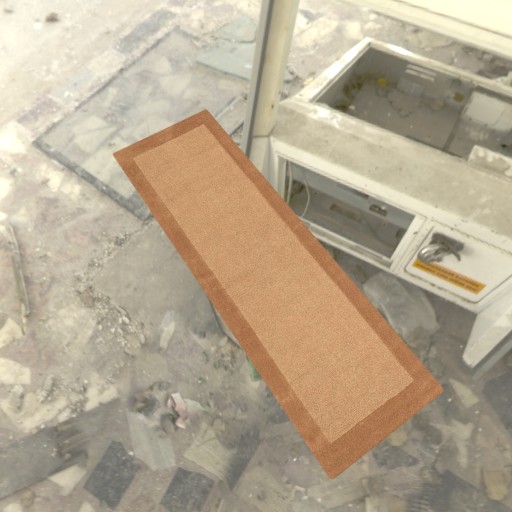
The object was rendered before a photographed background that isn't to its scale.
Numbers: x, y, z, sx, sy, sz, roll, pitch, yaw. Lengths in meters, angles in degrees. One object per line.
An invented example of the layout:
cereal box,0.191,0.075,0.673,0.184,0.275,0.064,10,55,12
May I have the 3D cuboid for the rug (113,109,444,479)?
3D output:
rug,0.000,0.000,2.706,0.764,0.017,2.439,-31,67,-15
